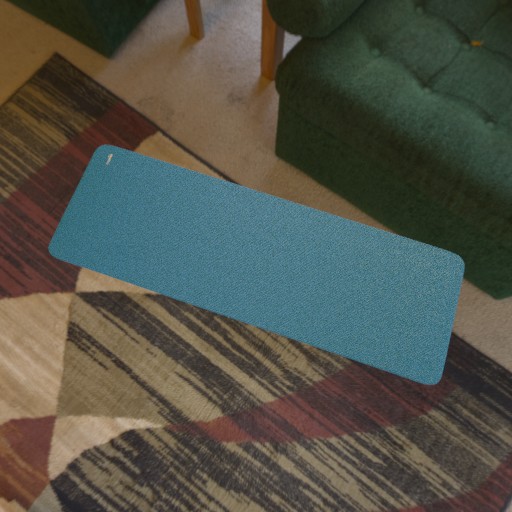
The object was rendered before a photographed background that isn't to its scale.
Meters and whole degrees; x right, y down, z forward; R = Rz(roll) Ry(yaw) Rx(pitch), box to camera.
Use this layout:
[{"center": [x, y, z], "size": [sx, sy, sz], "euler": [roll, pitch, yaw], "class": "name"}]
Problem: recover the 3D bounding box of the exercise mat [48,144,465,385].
[{"center": [0.000, 0.000, 2.060], "size": [1.869, 0.021, 0.616], "euler": [18, 76, 5], "class": "exercise mat"}]
